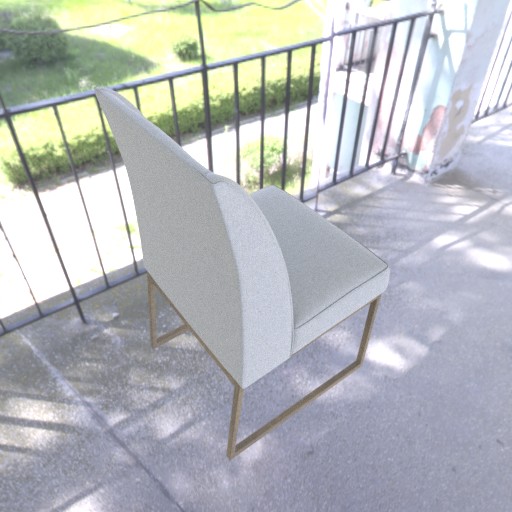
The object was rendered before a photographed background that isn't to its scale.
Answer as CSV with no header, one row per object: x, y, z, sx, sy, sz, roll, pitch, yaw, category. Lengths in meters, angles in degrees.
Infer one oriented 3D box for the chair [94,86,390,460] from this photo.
0.000,0.000,1.168,0.522,0.863,0.508,-26,48,-26,chair
